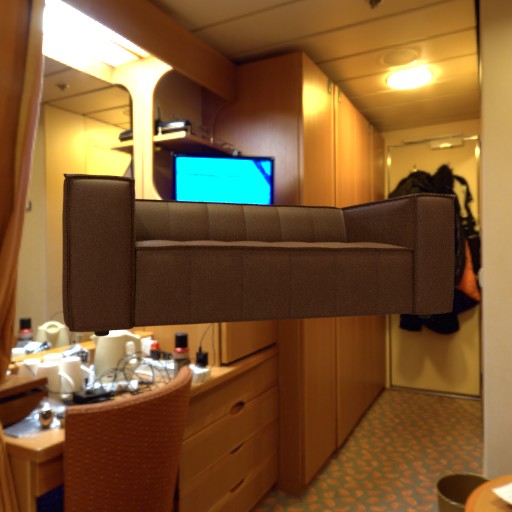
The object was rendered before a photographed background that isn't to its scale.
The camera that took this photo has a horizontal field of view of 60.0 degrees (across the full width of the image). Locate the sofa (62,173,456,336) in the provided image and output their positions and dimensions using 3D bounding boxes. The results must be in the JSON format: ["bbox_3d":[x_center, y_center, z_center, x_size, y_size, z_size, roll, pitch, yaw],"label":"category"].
[{"bbox_3d":[0.000,0.000,2.652,2.088,0.703,1.102,0,0,-19],"label":"sofa"}]
